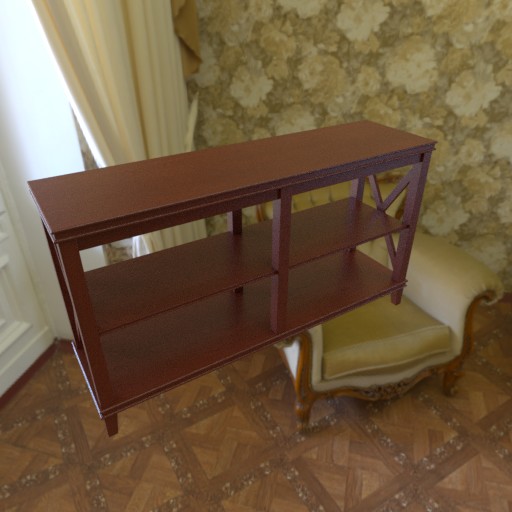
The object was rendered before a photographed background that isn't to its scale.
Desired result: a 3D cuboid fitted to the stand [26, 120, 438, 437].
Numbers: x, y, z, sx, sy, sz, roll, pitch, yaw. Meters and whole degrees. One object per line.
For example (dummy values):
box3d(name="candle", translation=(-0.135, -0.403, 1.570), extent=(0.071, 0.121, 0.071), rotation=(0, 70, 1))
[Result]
box3d(name="stand", translation=(0.000, 0.000, 1.684), extent=(1.372, 0.762, 0.381), rotation=(-18, 35, -27))
